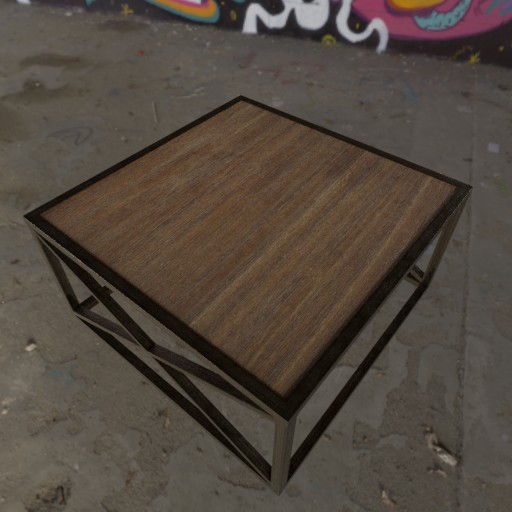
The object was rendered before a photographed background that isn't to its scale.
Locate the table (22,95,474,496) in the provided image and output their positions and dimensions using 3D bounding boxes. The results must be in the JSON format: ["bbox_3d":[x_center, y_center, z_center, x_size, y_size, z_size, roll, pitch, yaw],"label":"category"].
[{"bbox_3d":[0.000,0.000,1.411,0.899,0.451,0.909,31,53,26],"label":"table"}]
